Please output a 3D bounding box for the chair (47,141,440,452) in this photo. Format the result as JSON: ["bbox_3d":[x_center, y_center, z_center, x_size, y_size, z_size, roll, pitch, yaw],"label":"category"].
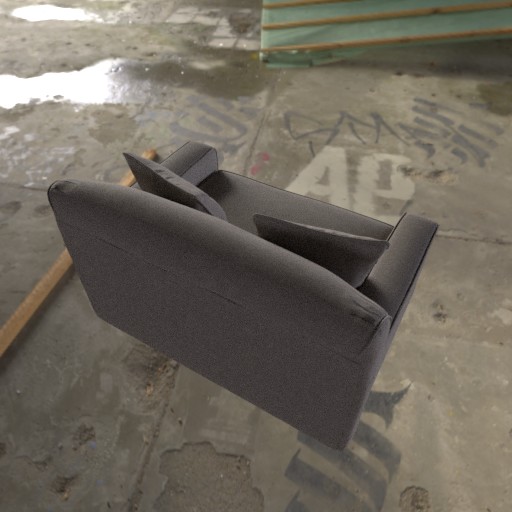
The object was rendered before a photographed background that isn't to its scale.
[{"bbox_3d":[0.000,0.000,2.054,1.395,0.953,0.992,23,50,21],"label":"chair"}]
